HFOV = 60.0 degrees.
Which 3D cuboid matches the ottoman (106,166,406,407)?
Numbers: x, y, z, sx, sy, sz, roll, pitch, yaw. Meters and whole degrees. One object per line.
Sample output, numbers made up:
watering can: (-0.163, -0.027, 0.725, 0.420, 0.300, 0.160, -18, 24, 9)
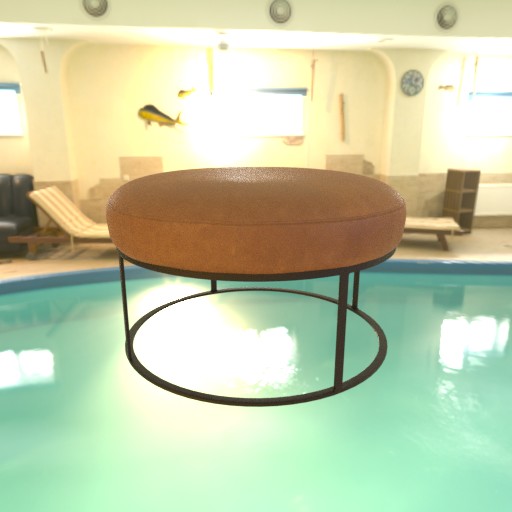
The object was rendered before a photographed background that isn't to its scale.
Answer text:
ottoman: (0.000, 0.000, 1.232, 0.771, 0.460, 0.771, 0, 16, 0)
